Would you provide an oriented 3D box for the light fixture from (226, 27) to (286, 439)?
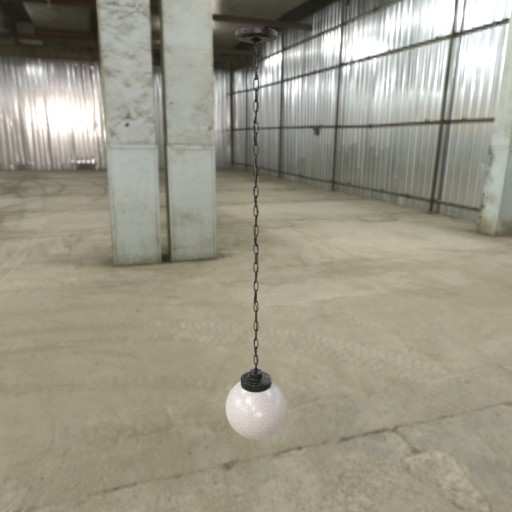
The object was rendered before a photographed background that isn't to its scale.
[{"bbox_3d":[0.000,0.000,2.026,0.304,1.867,0.305,2,15,9],"label":"light fixture"}]
